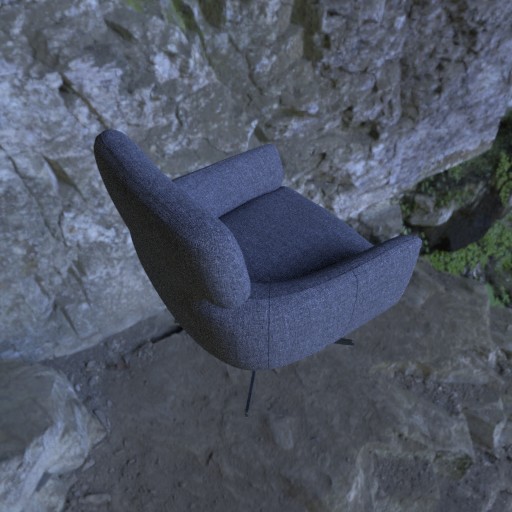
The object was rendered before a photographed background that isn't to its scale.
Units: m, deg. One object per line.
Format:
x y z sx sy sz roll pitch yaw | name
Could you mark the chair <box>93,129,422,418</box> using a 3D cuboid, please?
0.000 0.000 1.363 0.715 0.812 0.706 -26 48 -26 | chair
